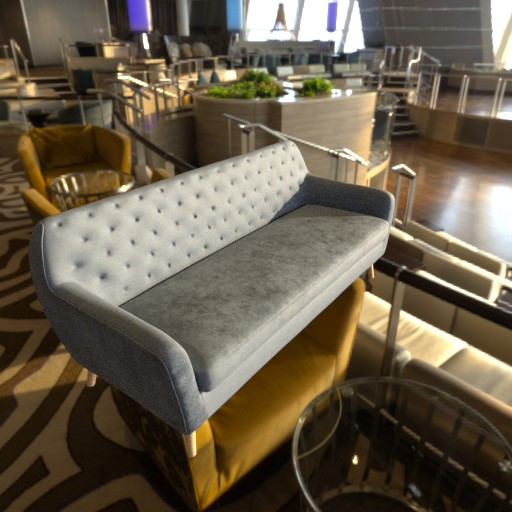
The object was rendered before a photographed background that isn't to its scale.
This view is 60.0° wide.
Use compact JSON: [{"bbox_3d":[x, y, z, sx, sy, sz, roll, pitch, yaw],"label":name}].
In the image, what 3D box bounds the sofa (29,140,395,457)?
[{"bbox_3d":[0.000,0.000,2.347,0.841,0.832,1.975,18,32,32],"label":"sofa"}]
